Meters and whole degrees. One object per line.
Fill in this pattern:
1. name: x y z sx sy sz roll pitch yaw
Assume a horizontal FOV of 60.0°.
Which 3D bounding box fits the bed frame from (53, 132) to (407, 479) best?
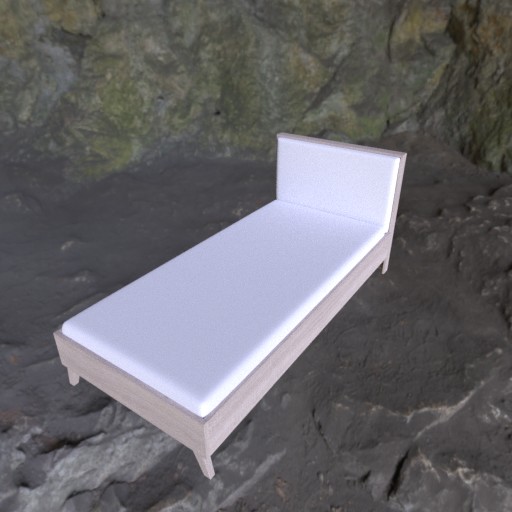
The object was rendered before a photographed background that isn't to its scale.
1. bed frame: 0.000 0.000 2.689 0.990 0.920 2.140 19 34 30
